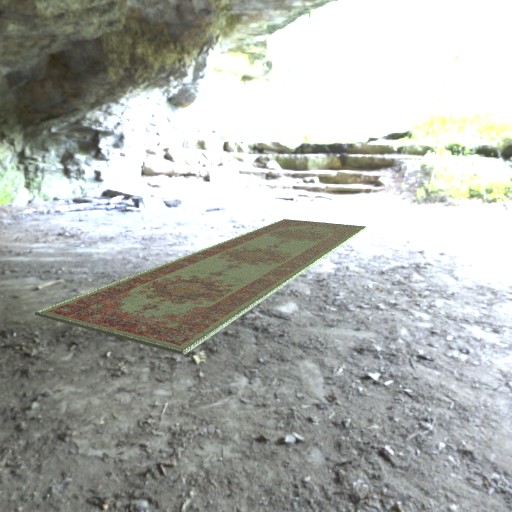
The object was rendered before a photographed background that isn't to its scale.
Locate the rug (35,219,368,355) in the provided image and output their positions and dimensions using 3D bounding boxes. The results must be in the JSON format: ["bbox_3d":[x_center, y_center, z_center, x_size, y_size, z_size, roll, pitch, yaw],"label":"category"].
[{"bbox_3d":[0.000,0.000,1.990,0.562,0.009,1.824,8,17,27],"label":"rug"}]
